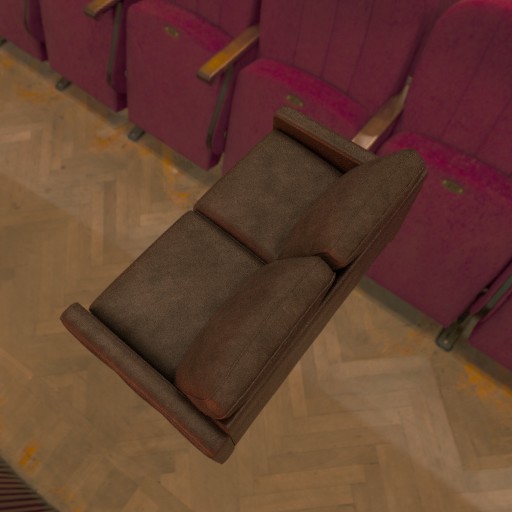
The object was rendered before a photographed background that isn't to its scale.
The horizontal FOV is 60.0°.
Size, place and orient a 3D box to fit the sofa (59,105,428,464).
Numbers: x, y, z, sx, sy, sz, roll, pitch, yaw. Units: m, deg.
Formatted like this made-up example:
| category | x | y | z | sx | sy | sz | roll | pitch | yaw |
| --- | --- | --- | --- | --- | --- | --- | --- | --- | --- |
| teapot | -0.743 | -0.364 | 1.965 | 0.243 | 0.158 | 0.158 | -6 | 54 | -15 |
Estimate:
| category | x | y | z | sx | sy | sz | roll | pitch | yaw |
| --- | --- | --- | --- | --- | --- | --- | --- | --- | --- |
| sofa | 0.000 | 0.000 | 2.269 | 0.939 | 0.916 | 1.732 | 35 | 67 | 17 |
